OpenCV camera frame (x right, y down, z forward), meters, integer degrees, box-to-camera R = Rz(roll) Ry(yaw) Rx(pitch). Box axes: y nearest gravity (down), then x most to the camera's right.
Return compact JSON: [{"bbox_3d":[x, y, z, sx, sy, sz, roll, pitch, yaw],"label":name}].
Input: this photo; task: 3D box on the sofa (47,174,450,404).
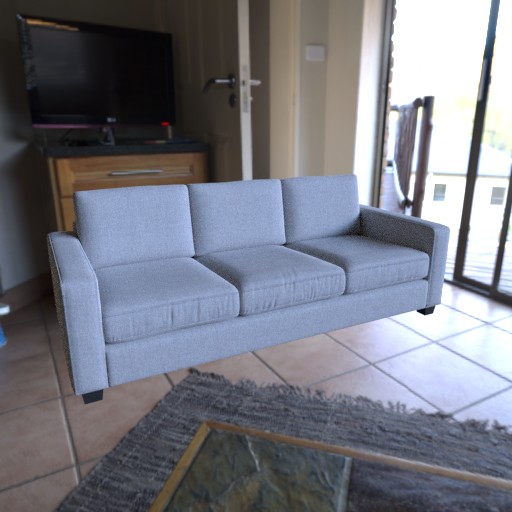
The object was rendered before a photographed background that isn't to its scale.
[{"bbox_3d":[0.000,0.000,2.541,2.120,0.800,0.900,-8,19,-26],"label":"sofa"}]
